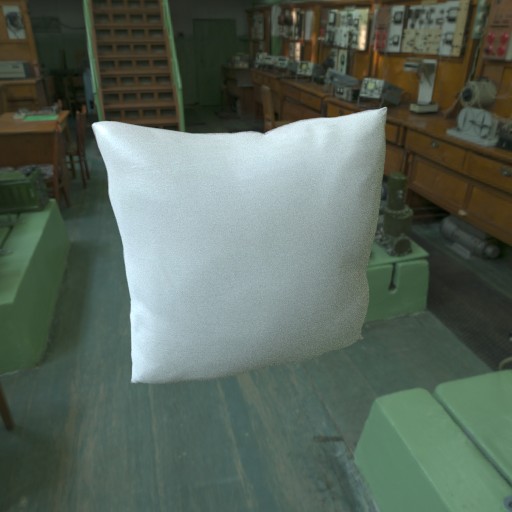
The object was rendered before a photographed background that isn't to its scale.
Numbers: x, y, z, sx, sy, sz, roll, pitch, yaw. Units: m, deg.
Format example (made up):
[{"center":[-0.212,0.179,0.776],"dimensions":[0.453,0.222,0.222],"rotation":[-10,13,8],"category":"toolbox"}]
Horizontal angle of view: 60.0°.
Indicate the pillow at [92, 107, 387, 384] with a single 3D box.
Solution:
[{"center":[0.000,0.000,0.723],"dimensions":[0.450,0.448,0.245],"rotation":[-8,28,-15],"category":"pillow"}]
